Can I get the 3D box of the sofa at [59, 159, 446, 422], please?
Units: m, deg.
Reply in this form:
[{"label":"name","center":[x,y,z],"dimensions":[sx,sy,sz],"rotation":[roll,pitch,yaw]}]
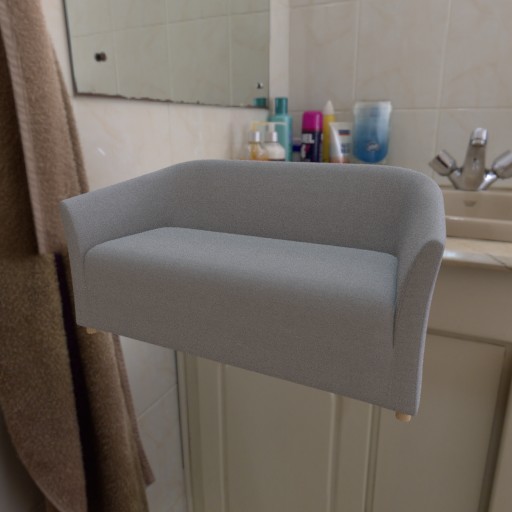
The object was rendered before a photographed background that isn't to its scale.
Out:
[{"label":"sofa","center":[0.000,0.000,1.819],"dimensions":[1.452,0.721,0.705],"rotation":[8,18,26]}]
